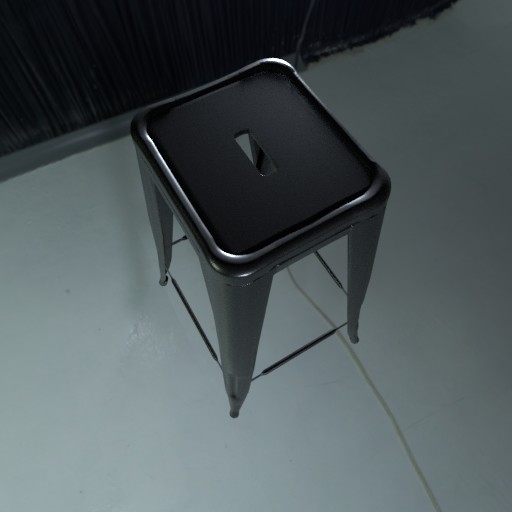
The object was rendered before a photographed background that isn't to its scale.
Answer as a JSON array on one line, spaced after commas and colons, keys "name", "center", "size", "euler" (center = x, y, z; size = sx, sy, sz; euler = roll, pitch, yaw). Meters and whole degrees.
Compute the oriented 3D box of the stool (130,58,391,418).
[{"name": "stool", "center": [0.000, 0.000, 0.843], "size": [0.359, 0.609, 0.399], "euler": [-28, 67, -13]}]
